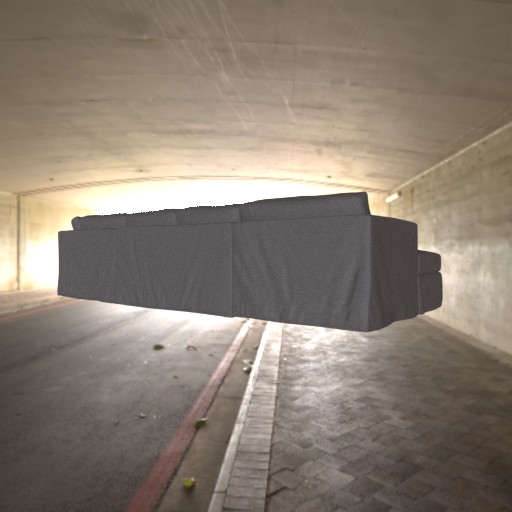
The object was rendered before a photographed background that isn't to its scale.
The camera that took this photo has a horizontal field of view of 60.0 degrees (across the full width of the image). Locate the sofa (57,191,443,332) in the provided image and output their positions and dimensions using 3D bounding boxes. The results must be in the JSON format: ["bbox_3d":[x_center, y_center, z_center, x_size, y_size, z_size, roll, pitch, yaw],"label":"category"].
[{"bbox_3d":[0.000,0.000,4.604,3.528,0.878,2.476,0,1,37],"label":"sofa"}]
